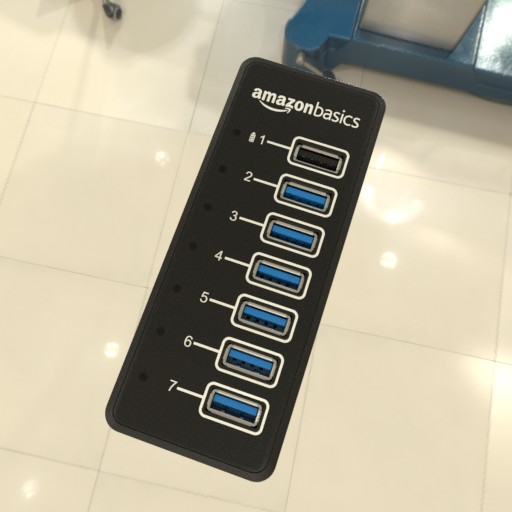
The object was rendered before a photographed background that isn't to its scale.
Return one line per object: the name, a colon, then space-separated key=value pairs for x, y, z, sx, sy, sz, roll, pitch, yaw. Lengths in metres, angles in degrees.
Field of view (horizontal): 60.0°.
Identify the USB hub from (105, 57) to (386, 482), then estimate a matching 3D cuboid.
USB hub: x=0.000 y=0.000 z=0.129 sx=0.044 sy=0.023 sz=0.110 roll=18 pitch=78 yaw=4
